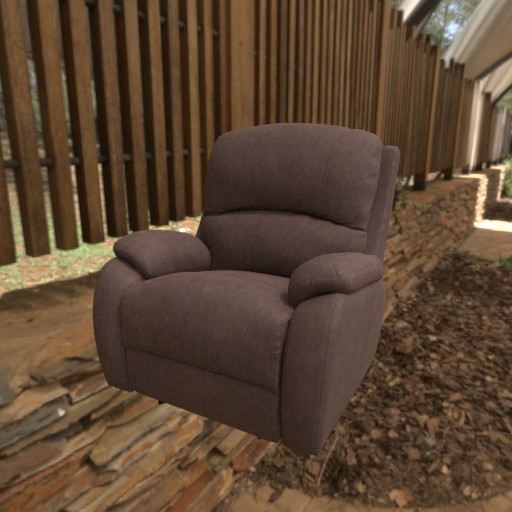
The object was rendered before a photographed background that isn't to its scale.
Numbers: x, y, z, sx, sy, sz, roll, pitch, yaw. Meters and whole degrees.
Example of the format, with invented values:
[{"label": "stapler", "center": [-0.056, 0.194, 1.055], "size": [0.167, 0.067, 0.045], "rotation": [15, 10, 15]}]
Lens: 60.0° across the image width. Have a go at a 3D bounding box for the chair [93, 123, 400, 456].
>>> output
[{"label": "chair", "center": [0.000, 0.000, 1.721], "size": [0.930, 1.011, 0.899], "rotation": [8, 16, 27]}]
